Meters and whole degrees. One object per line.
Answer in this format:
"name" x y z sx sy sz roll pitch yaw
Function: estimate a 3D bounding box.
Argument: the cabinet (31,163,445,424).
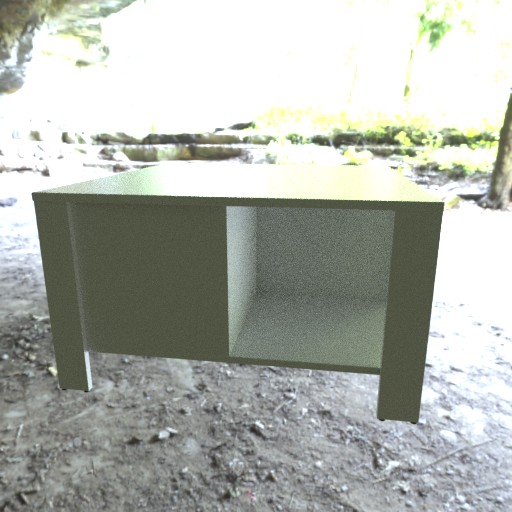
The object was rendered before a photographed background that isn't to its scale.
"cabinet" 0.000 0.000 1.283 0.800 0.460 0.800 2 16 9
